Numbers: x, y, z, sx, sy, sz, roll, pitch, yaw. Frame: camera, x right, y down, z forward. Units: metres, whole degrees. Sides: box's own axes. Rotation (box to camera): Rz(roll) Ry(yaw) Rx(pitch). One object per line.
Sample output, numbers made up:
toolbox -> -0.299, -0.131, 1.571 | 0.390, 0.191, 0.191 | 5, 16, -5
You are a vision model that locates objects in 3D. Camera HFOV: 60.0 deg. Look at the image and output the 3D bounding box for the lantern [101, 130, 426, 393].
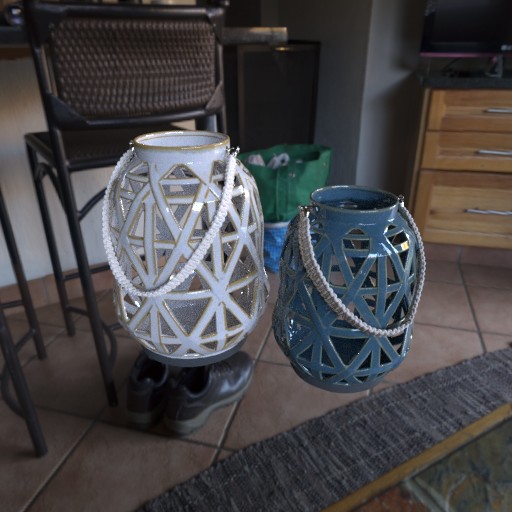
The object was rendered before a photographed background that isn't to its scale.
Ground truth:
lantern -> 0.000, 0.000, 0.612 | 0.439, 0.307, 0.245 | 7, 26, 16
